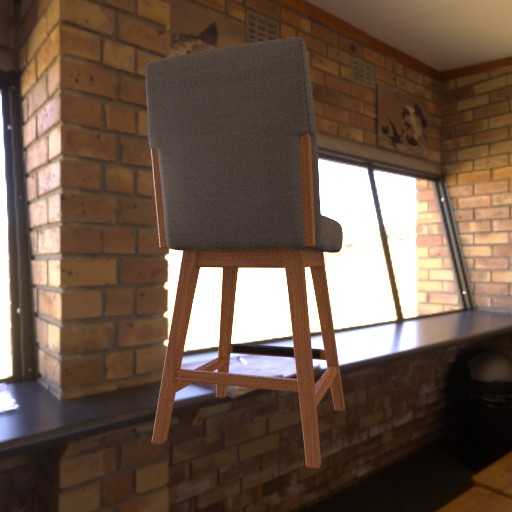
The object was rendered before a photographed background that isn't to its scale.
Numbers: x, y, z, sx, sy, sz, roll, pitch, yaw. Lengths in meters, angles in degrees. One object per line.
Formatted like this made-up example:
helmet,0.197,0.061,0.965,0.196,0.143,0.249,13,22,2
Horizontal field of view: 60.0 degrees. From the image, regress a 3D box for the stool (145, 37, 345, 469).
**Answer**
stool,0.000,0.000,1.325,0.459,1.019,0.570,0,-1,19
